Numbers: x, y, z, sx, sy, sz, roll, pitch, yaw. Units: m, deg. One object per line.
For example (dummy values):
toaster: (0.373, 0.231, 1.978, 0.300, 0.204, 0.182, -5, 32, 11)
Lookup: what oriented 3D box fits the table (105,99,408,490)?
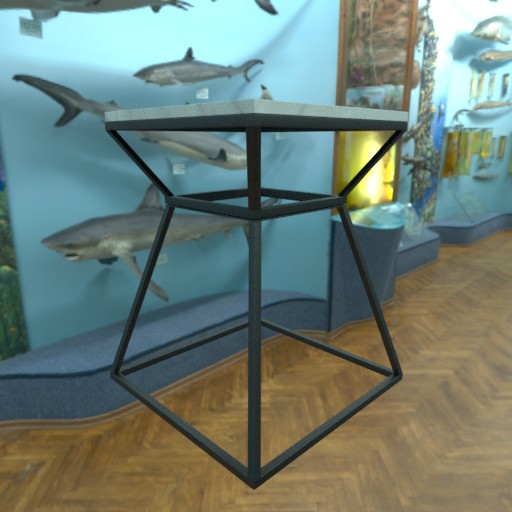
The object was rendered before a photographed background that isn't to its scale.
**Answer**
table: (0.000, 0.000, 0.903, 0.455, 0.559, 0.455, -14, 20, -43)
